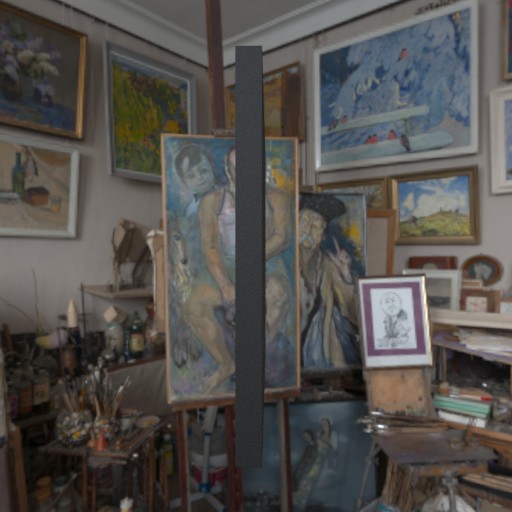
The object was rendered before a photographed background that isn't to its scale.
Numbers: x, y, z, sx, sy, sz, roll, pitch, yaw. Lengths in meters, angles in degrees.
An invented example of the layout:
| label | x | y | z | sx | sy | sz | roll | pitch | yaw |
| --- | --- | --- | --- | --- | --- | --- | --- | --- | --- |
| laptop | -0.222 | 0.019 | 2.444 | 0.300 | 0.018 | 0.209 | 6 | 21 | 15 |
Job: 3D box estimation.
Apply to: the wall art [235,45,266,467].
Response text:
| label | x | y | z | sx | sy | sz | roll | pitch | yaw |
| --- | --- | --- | --- | --- | --- | --- | --- | --- | --- |
| wall art | 0.000 | 0.000 | 0.759 | 0.029 | 0.457 | 0.558 | 0 | 0 | 2 |
